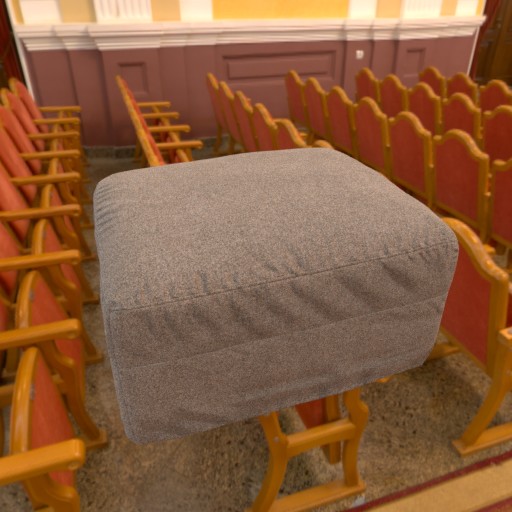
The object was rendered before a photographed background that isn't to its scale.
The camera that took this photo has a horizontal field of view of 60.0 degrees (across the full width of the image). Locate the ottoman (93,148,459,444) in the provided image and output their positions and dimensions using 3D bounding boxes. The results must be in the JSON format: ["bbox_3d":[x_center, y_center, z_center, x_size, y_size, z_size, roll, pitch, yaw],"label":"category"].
[{"bbox_3d":[0.000,0.000,1.238,0.837,0.481,0.683,-10,33,-16],"label":"ottoman"}]
